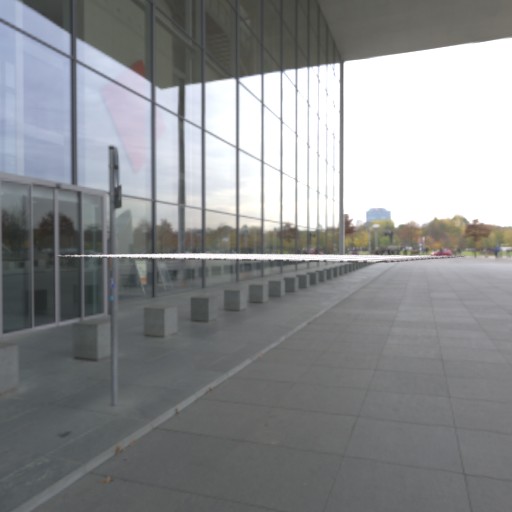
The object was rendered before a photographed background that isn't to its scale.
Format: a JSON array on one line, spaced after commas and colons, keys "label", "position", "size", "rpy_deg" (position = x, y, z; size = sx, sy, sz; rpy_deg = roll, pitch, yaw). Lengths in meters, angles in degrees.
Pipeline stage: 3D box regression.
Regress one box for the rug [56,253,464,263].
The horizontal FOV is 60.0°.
[{"label": "rug", "position": [0.000, 0.000, 3.100], "size": [2.425, 0.014, 1.563], "rpy_deg": [1, 1, 35]}]
